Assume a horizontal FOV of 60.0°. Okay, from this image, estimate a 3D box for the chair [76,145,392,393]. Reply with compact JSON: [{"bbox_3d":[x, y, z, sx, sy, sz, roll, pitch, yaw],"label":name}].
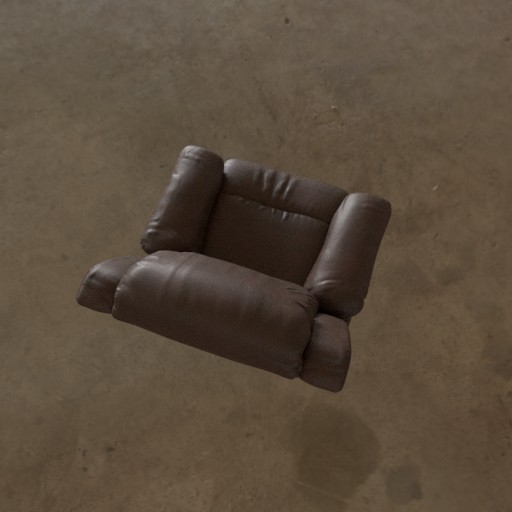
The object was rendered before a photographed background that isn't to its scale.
[{"bbox_3d":[0.000,0.000,1.285,0.680,0.702,0.707,17,66,8],"label":"chair"}]
